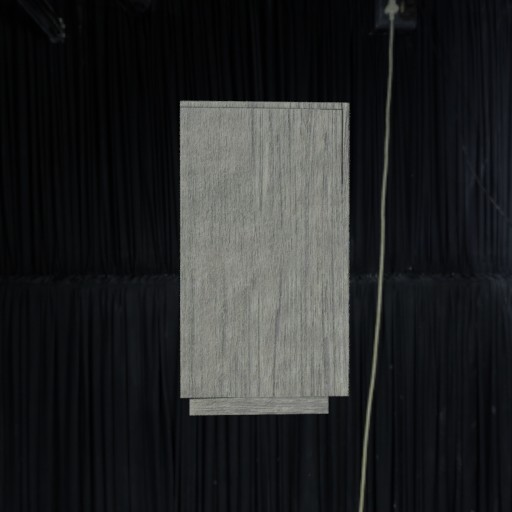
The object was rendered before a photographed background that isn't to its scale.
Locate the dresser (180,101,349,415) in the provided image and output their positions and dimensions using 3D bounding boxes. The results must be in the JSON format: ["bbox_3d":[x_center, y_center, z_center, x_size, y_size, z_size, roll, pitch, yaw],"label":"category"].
[{"bbox_3d":[0.000,0.000,2.075,0.483,0.889,1.628,0,1,-2],"label":"dresser"}]
